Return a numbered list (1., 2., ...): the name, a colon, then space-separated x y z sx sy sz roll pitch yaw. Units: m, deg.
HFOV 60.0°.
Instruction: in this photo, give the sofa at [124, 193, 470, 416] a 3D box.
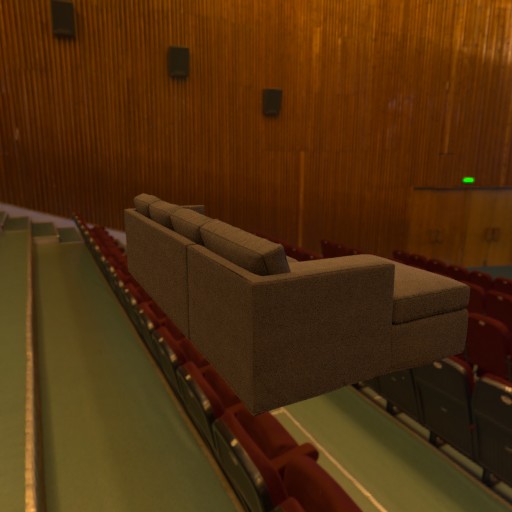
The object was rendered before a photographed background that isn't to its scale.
1. sofa: 0.000 0.000 3.912 1.650 0.922 3.205 -7 15 -26
